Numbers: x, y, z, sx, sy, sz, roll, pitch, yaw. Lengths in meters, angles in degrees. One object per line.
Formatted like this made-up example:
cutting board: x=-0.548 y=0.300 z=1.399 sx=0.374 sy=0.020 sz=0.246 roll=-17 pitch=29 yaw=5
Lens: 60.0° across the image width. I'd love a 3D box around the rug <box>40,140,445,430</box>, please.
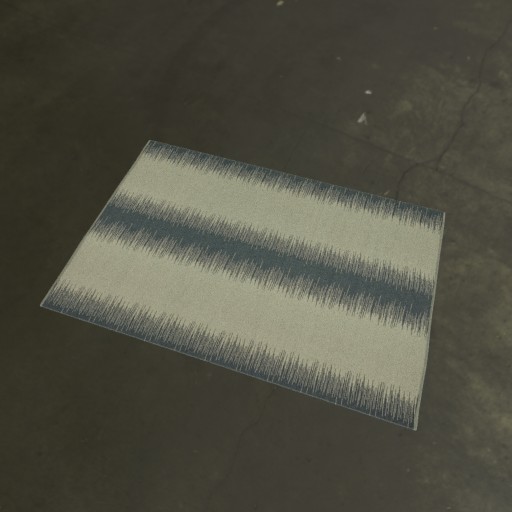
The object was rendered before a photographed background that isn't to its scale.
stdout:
rug: x=0.000 y=0.000 z=2.348 sx=1.854 sy=0.006 sz=1.234 roll=16 pitch=59 yaw=10
